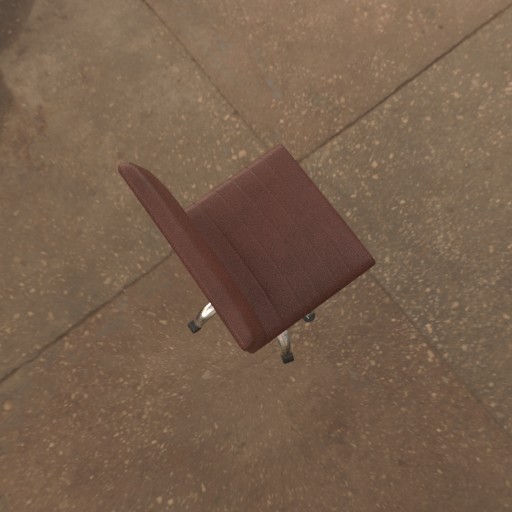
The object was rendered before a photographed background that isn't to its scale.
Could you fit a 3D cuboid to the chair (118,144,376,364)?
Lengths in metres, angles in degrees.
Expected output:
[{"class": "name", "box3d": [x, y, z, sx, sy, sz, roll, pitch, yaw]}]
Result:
[{"class": "chair", "box3d": [0.000, 0.000, 1.123, 0.530, 0.780, 0.556, -35, 79, -8]}]
